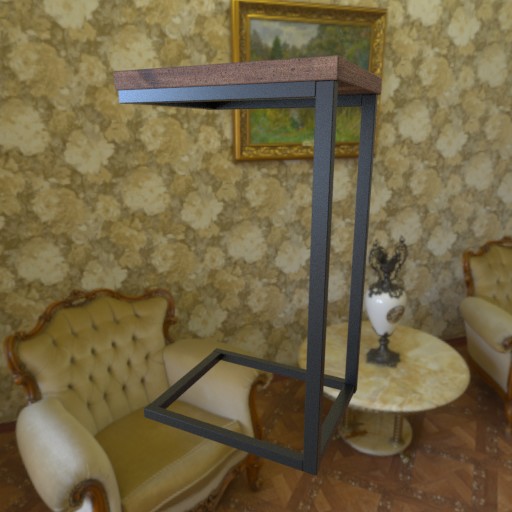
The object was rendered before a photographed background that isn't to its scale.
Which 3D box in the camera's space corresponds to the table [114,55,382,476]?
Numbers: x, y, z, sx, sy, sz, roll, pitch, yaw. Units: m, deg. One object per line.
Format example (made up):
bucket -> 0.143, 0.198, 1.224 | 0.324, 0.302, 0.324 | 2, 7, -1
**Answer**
table -> 0.000, 0.000, 0.944 | 0.414, 0.718, 0.323 | 8, 18, 25
